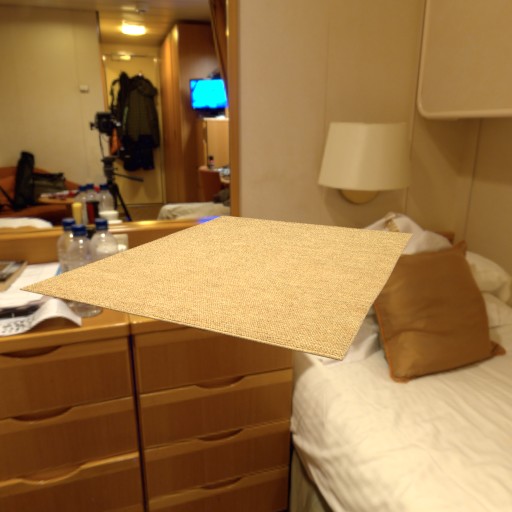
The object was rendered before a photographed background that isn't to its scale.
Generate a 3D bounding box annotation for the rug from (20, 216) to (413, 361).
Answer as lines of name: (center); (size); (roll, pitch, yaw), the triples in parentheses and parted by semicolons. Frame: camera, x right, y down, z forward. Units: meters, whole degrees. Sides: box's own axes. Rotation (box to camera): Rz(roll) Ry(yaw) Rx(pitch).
rug: (0.000, 0.000, 4.069); (2.406, 0.012, 3.034); (8, 18, 24)
